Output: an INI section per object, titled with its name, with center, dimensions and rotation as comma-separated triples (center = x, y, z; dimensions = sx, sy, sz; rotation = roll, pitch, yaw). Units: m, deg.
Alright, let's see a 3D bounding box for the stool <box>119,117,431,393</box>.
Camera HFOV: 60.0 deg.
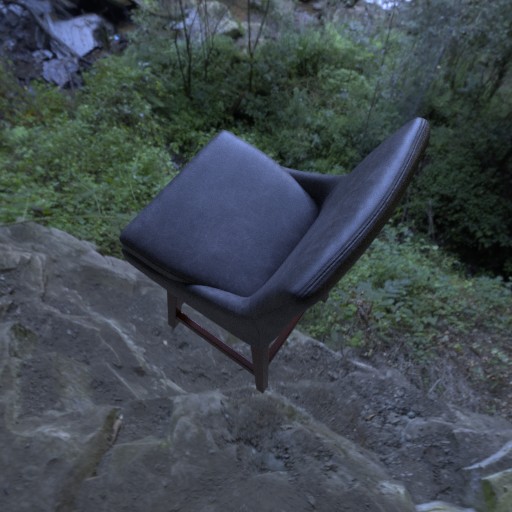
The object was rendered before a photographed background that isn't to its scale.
[stool]
center = 0.000, 0.000, 1.312
dimensions = 0.587, 1.046, 0.492
rotation = 33, 68, 15
